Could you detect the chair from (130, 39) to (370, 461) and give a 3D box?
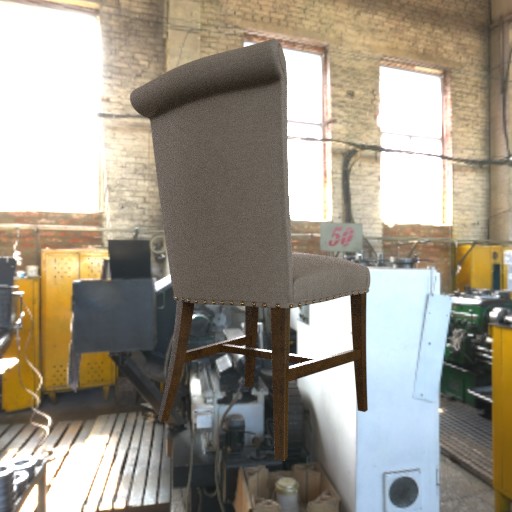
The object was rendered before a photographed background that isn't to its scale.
[{"bbox_3d":[0.000,0.000,1.351,0.513,0.988,0.608,0,-1,37],"label":"chair"}]
